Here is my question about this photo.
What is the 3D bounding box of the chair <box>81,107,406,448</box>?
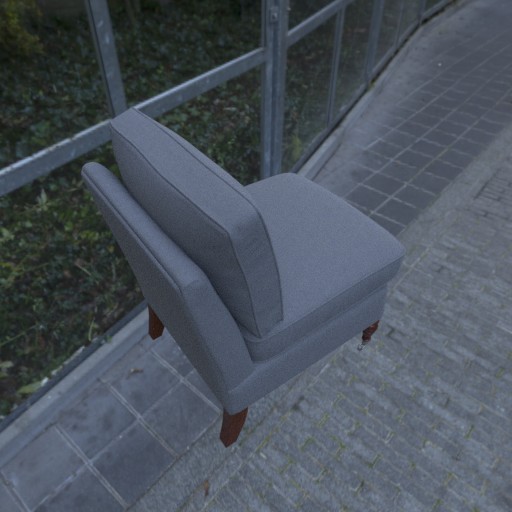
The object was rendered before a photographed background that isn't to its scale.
[{"bbox_3d":[0.000,0.000,1.669,0.924,1.045,0.724,-25,47,-26],"label":"chair"}]
